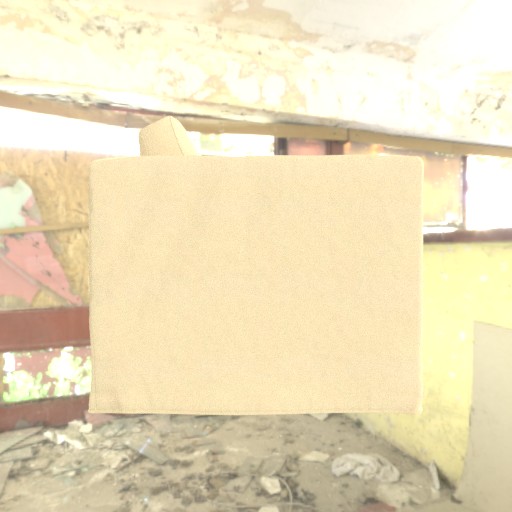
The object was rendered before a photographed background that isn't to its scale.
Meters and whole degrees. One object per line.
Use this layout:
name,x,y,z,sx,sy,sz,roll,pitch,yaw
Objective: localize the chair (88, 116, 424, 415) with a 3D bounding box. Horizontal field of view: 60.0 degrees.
chair,0.000,0.000,1.714,0.947,0.851,1.057,0,1,0
